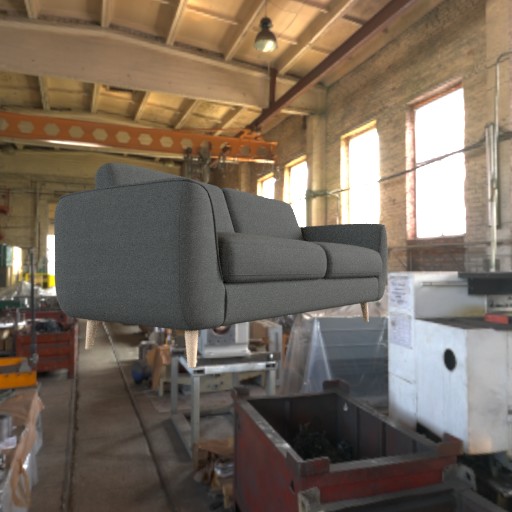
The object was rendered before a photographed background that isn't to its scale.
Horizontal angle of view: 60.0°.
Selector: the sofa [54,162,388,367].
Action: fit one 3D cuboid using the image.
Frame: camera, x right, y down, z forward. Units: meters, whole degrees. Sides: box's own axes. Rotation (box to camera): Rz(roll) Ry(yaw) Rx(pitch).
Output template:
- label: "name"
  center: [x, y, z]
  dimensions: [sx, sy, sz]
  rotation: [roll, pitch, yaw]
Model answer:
- label: "sofa"
  center: [0.000, 0.000, 2.484]
  dimensions: [0.920, 0.850, 2.000]
  rotation: [-1, -2, 35]
